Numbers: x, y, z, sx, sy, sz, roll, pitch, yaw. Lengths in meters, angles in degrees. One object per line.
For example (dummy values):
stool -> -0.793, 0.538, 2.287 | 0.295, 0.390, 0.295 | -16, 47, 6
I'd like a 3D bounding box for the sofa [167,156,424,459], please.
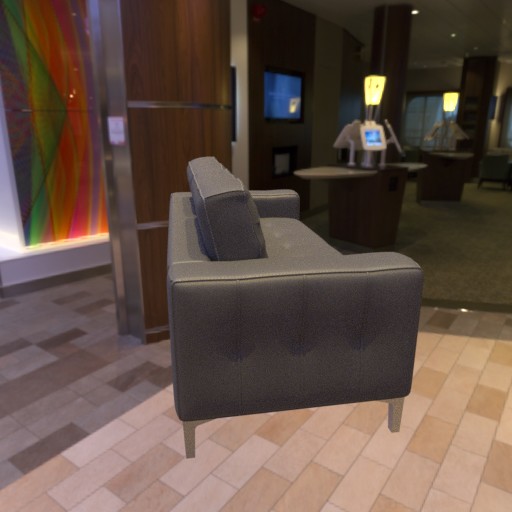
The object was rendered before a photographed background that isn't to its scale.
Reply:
sofa -> 0.000, 0.000, 2.199 | 0.833, 0.893, 1.726 | -3, 17, -10
